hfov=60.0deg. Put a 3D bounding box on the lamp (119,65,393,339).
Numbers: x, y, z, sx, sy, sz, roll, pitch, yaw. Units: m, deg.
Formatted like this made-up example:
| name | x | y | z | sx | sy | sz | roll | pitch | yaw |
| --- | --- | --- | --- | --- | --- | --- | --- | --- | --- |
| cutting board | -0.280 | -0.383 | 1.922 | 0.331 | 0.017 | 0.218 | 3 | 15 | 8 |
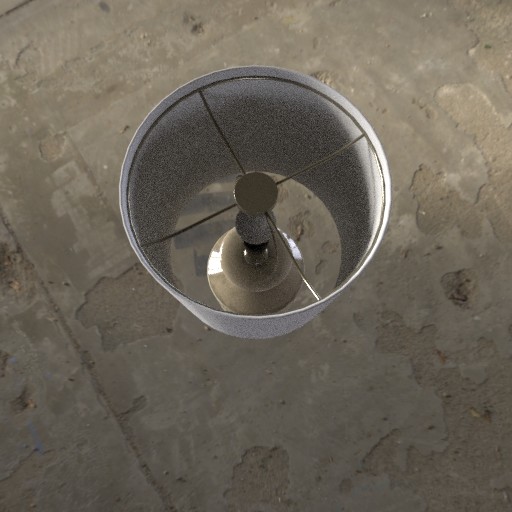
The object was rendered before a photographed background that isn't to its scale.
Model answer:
| name | x | y | z | sx | sy | sz | roll | pitch | yaw |
| --- | --- | --- | --- | --- | --- | --- | --- | --- | --- |
| lamp | 0.000 | 0.000 | 0.562 | 0.211 | 0.455 | 0.211 | -14 | 76 | -4 |
